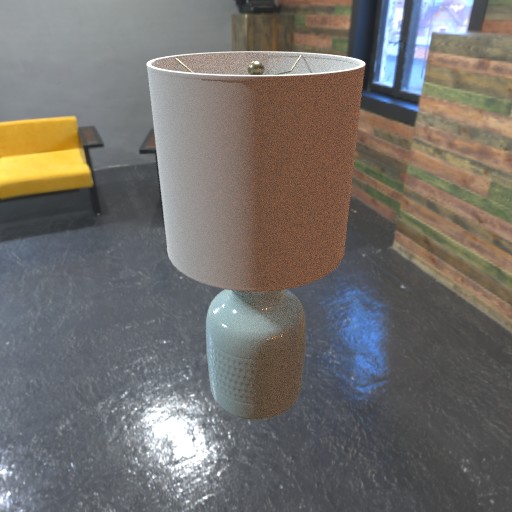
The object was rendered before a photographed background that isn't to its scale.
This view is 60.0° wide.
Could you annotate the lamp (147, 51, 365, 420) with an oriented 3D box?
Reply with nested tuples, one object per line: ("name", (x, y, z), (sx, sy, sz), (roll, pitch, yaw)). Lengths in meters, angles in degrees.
("lamp", (0.000, 0.000, 1.077), (0.418, 0.871, 0.418), (-10, 31, -18))
